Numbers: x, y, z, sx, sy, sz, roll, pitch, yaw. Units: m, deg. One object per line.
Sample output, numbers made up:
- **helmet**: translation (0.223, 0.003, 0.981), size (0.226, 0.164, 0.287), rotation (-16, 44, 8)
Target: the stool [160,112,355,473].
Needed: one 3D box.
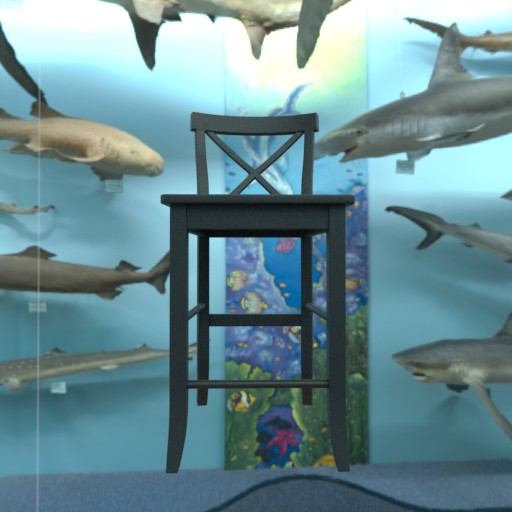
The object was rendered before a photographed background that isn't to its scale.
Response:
- **stool**: translation (0.000, 0.000, 1.289), size (0.452, 0.989, 0.559), rotation (0, -1, -1)
